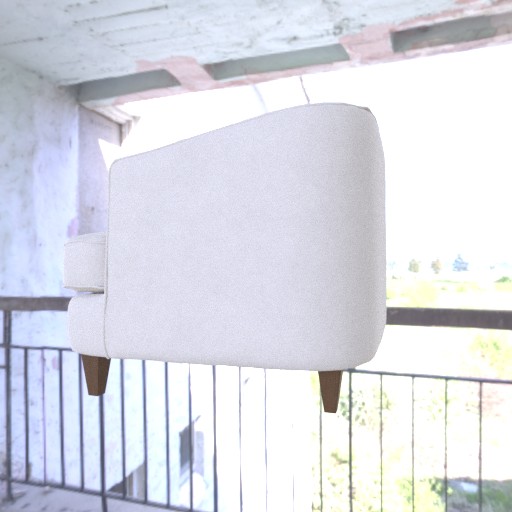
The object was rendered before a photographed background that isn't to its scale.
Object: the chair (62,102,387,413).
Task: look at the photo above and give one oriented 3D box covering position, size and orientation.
[{"bbox_3d":[0.000,0.000,1.699,0.941,0.852,1.104,0,0,19],"label":"chair"}]
